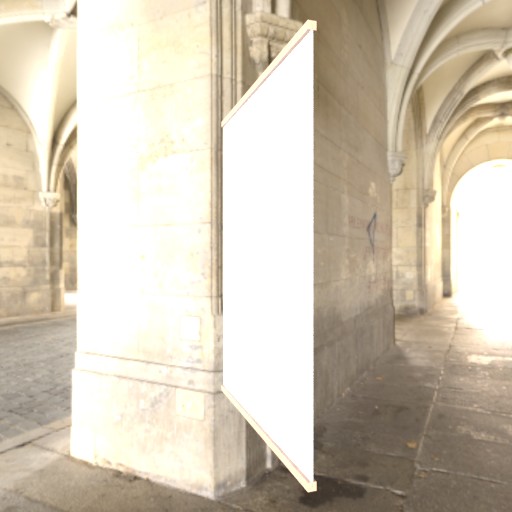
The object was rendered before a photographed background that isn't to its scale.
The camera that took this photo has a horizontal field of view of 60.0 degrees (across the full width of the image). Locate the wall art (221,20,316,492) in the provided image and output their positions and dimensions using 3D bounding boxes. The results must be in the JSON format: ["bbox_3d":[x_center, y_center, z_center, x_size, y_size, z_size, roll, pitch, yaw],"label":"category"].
[{"bbox_3d":[0.000,0.000,0.790,0.012,0.608,0.459,0,0,-18],"label":"wall art"}]
